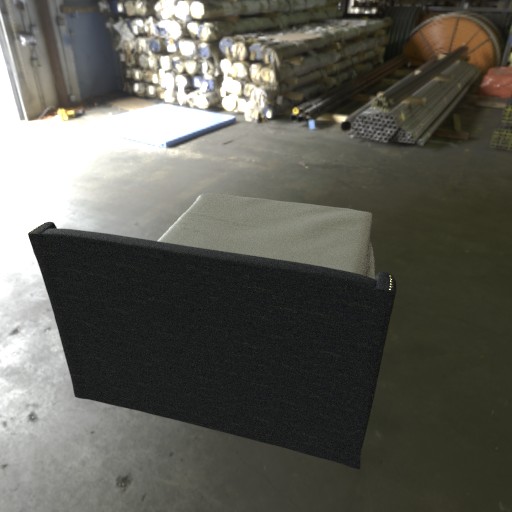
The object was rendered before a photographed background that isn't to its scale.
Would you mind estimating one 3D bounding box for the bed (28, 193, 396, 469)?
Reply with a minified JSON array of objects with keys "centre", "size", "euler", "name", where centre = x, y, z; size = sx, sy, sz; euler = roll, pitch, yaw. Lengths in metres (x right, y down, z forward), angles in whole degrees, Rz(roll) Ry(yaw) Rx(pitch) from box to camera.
[{"centre":[0.000,0.000,3.388],"size":[1.925,1.332,2.276],"euler":[9,33,14],"name":"bed"}]
